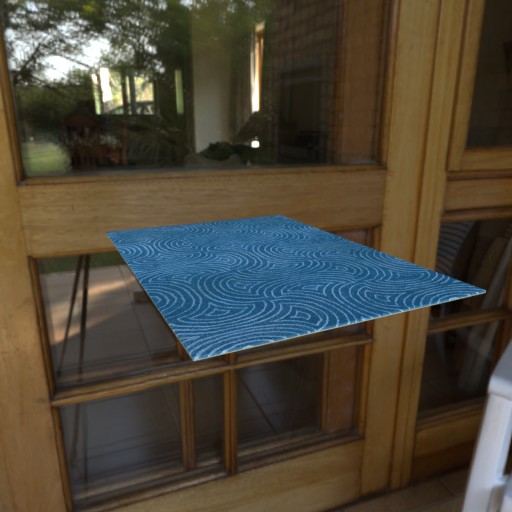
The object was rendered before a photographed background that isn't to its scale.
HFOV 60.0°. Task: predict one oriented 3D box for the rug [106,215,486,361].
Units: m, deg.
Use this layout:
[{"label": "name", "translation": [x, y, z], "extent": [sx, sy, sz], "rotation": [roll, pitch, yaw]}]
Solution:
[{"label": "rug", "translation": [0.000, 0.000, 2.839], "extent": [1.543, 0.015, 2.144], "rotation": [-8, 18, -25]}]
